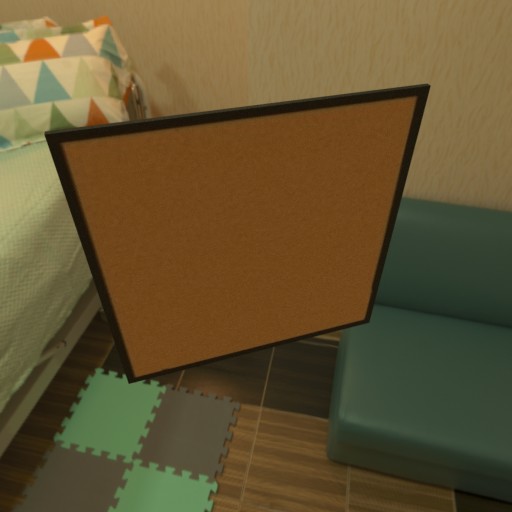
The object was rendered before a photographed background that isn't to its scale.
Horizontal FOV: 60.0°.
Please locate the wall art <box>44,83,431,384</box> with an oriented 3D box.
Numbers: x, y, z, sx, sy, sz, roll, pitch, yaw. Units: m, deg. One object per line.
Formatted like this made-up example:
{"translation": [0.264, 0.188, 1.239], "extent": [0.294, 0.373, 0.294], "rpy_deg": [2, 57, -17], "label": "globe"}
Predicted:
{"translation": [0.000, 0.000, 1.188], "extent": [0.823, 0.823, 0.013], "rpy_deg": [-12, 43, -13], "label": "wall art"}
